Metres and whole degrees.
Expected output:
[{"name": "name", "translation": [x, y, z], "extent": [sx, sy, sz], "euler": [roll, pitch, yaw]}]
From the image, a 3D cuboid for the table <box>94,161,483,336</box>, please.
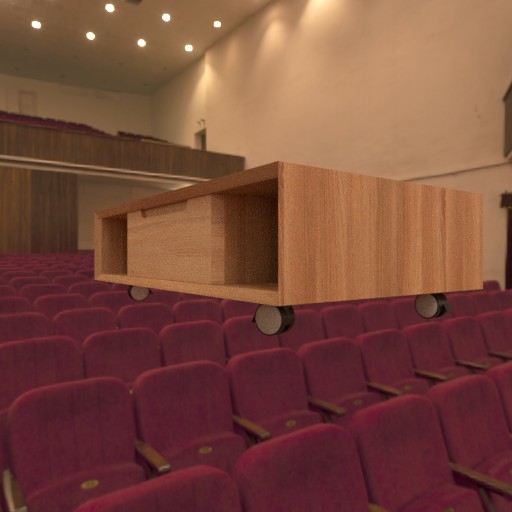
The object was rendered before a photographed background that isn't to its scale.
[{"name": "table", "translation": [0.000, 0.000, 1.424], "extent": [0.700, 0.330, 1.100], "euler": [0, 0, -36]}]
